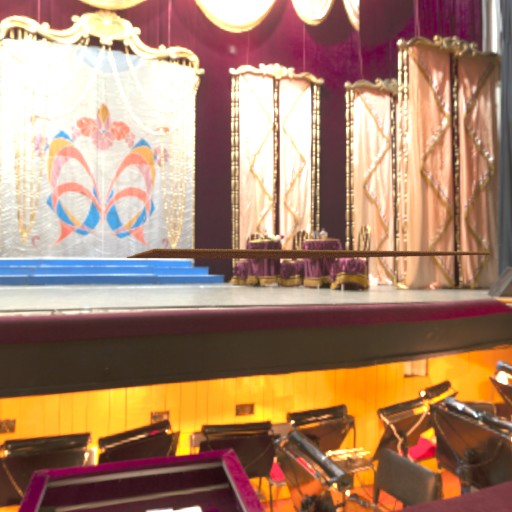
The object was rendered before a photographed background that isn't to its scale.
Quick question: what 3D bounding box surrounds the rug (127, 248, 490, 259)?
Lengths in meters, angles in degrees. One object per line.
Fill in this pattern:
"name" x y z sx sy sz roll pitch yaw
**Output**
"rug" 0.000 0.000 2.873 1.526 0.014 2.290 0 -1 -19
